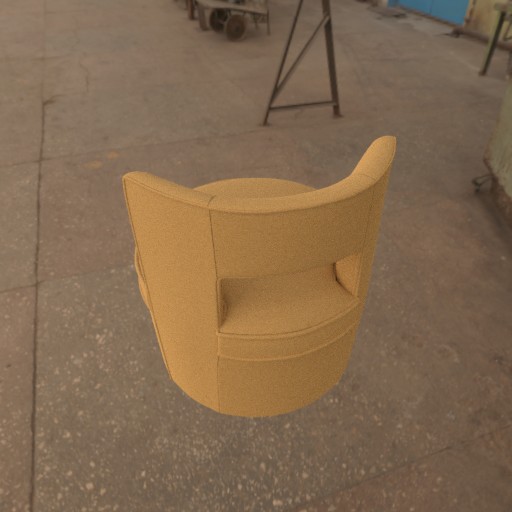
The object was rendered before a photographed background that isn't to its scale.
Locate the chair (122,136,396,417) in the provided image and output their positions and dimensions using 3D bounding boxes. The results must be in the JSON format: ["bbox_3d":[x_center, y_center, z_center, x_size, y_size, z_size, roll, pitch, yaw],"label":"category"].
[{"bbox_3d":[0.000,0.000,1.238,0.650,0.723,0.665,-11,41,-13],"label":"chair"}]
